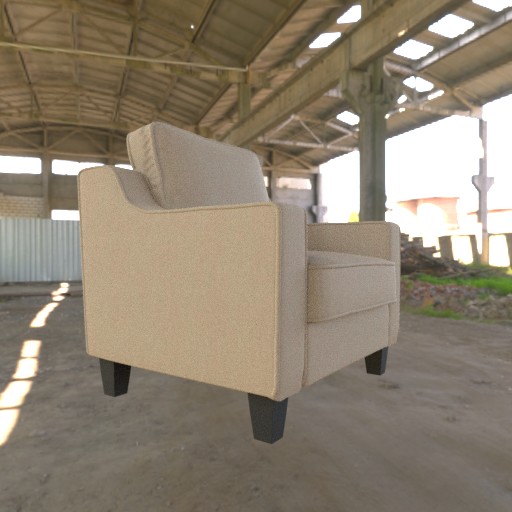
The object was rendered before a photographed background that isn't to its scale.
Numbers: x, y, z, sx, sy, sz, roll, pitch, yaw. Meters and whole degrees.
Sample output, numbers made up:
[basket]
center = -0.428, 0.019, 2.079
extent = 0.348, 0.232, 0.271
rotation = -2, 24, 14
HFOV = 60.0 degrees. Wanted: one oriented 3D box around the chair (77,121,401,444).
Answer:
[chair]
center = 0.000, 0.000, 1.659
extent = 0.882, 0.948, 0.922
rotation = 0, 0, 36
